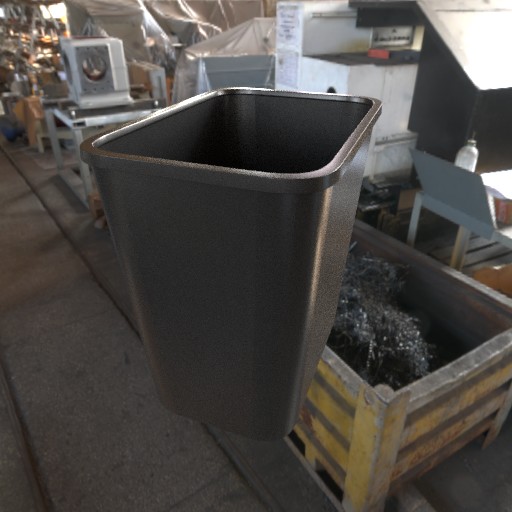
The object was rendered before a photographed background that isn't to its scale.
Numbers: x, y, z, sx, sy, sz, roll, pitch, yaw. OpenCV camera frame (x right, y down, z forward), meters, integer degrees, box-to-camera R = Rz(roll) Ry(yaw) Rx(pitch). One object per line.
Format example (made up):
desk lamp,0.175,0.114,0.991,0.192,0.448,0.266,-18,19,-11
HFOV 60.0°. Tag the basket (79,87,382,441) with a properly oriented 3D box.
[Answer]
basket,0.000,0.000,0.503,0.211,0.307,0.300,11,32,18
